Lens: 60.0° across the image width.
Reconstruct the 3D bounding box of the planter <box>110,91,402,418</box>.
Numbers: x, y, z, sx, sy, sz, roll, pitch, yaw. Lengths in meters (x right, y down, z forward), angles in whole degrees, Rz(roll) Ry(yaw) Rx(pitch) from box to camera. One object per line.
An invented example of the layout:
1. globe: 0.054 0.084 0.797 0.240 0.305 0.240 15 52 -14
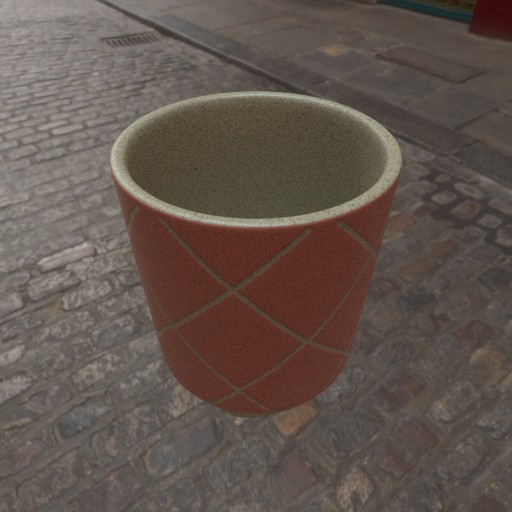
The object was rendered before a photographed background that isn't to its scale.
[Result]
1. planter: 0.000 0.000 0.360 0.191 0.200 0.191 0 40 0
